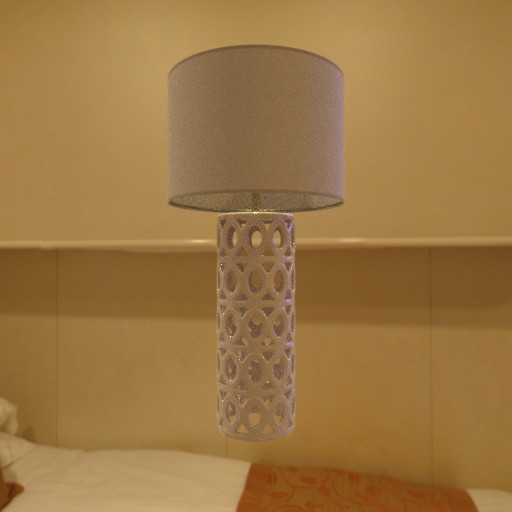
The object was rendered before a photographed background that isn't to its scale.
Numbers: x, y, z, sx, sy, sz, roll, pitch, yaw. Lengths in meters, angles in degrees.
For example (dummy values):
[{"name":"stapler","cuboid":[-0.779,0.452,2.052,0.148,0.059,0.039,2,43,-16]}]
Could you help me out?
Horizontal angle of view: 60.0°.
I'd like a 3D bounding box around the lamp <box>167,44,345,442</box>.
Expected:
[{"name":"lamp","cuboid":[0.000,0.000,0.829,0.324,0.636,0.325,0,0,-34]}]
